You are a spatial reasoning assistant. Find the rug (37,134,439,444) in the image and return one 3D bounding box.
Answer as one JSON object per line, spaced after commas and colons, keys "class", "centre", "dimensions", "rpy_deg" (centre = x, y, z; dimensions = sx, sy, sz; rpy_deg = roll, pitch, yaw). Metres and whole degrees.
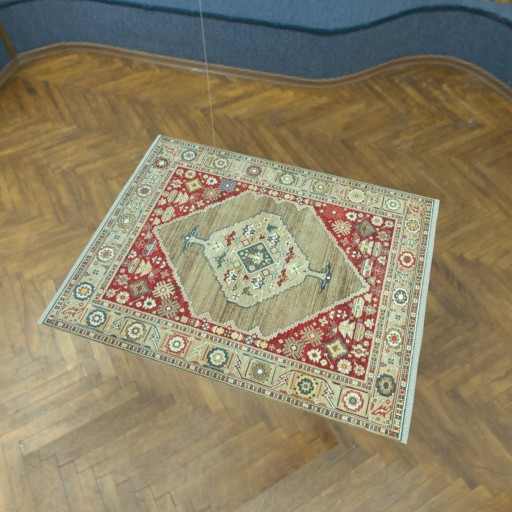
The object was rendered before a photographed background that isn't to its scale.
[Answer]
{"class": "rug", "centre": [0.000, 0.000, 4.144], "dimensions": [3.143, 0.008, 2.451], "rpy_deg": [15, 58, 10]}
